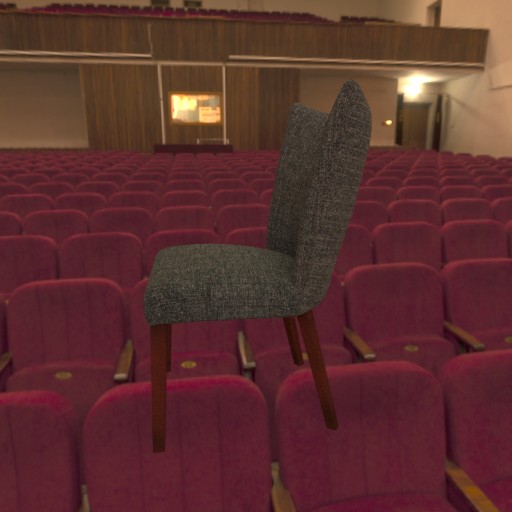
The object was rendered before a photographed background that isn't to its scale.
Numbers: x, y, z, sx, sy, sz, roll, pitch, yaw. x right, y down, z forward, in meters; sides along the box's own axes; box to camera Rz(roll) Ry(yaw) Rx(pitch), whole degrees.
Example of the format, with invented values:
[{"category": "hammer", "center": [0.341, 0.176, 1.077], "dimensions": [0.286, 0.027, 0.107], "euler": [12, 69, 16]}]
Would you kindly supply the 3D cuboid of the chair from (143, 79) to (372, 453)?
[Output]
[{"category": "chair", "center": [0.000, 0.000, 1.319], "dimensions": [0.623, 0.924, 0.535], "euler": [-2, 13, -8]}]
